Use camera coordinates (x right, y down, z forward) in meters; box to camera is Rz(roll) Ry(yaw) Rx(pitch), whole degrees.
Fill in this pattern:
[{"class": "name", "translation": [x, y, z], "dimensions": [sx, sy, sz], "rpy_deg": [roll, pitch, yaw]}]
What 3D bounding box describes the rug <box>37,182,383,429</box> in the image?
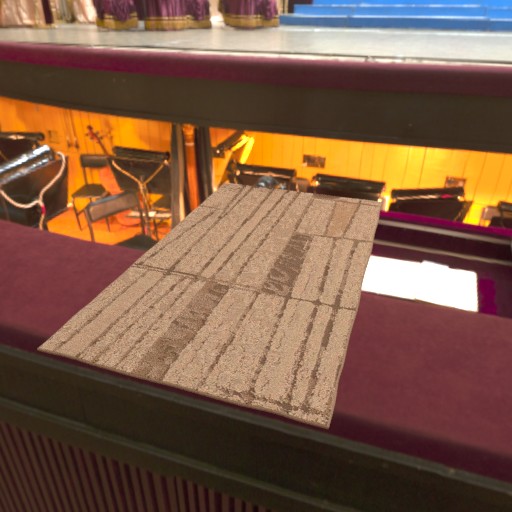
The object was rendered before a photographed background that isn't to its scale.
[{"class": "rug", "translation": [0.000, 0.000, 1.055], "dimensions": [0.515, 0.007, 0.867], "rpy_deg": [10, 31, 16]}]
